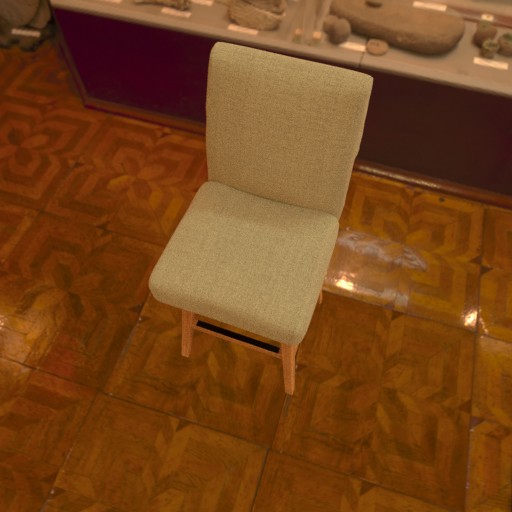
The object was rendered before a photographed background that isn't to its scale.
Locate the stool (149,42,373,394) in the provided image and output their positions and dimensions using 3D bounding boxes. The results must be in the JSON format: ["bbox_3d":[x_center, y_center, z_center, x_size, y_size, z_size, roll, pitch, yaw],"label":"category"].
[{"bbox_3d":[0.000,0.000,1.447,0.483,1.106,0.569,17,61,10],"label":"stool"}]
